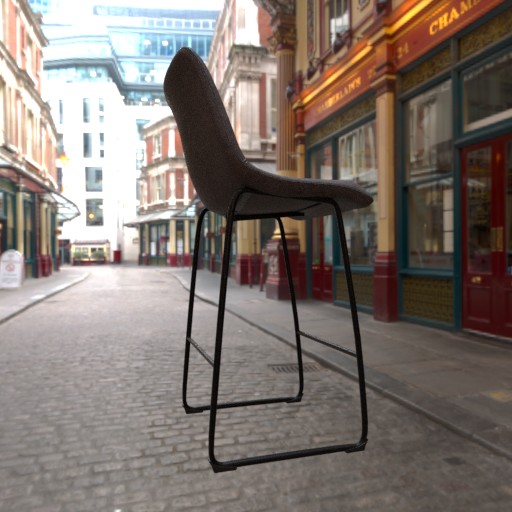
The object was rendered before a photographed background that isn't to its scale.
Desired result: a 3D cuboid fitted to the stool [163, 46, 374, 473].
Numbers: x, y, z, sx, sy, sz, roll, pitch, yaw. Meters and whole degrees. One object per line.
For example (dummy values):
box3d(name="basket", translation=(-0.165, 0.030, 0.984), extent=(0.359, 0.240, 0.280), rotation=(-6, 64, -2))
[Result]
box3d(name="stool", translation=(0.000, 0.000, 1.376), extent=(0.561, 1.082, 0.514), rotation=(0, 0, -18))
